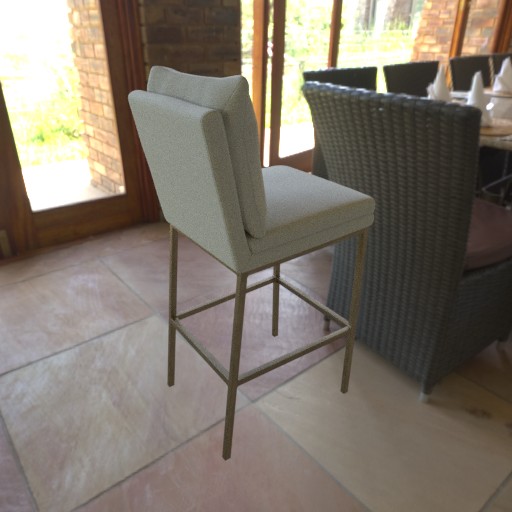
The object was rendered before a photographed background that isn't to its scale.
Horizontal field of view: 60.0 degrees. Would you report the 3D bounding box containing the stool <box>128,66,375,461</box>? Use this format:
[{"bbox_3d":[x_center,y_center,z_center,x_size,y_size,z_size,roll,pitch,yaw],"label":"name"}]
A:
[{"bbox_3d":[0.000,0.000,1.428,0.572,1.125,0.463,-18,32,-31],"label":"stool"}]
